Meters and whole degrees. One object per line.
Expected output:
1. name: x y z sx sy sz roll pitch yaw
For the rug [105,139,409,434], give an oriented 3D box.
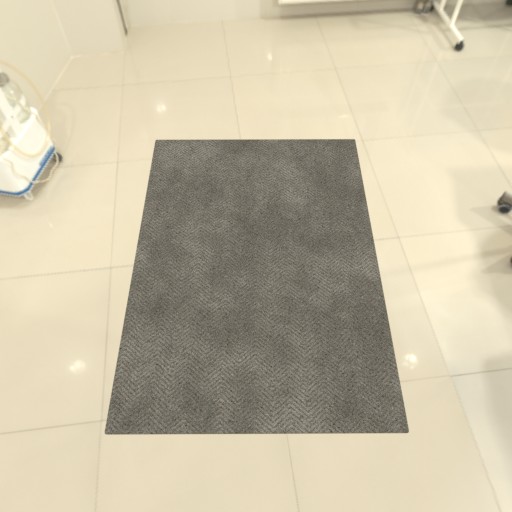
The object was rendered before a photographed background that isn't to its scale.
1. rug: 0.000 0.000 2.941 1.600 0.008 2.235 0 57 0
